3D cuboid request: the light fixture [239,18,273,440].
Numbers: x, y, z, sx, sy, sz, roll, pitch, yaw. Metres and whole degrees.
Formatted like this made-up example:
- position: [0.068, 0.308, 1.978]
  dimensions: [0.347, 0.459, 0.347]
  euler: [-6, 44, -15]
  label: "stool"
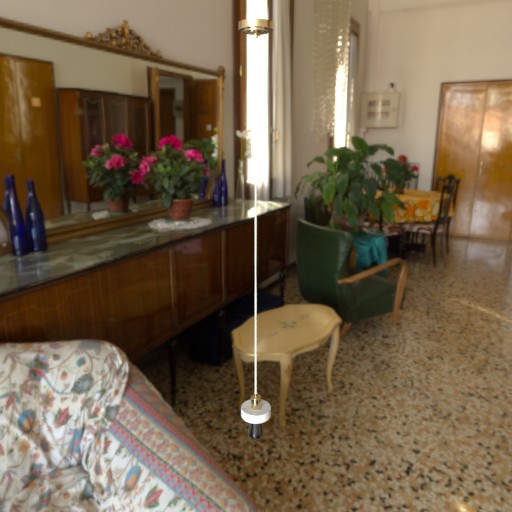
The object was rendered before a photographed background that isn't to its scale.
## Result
- position: [0.000, 0.000, 1.748]
  dimensions: [0.129, 1.669, 0.129]
  euler: [-2, 15, -8]
  label: "light fixture"
